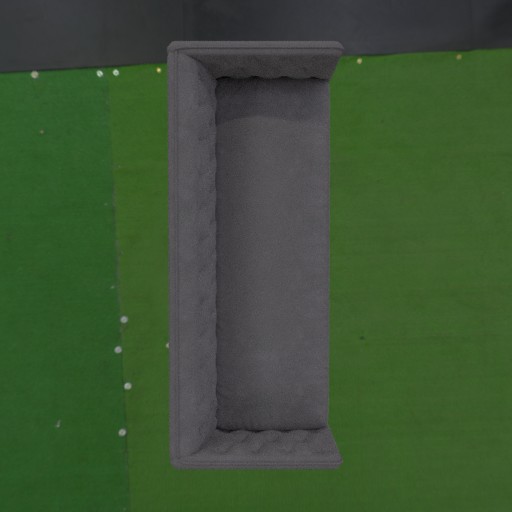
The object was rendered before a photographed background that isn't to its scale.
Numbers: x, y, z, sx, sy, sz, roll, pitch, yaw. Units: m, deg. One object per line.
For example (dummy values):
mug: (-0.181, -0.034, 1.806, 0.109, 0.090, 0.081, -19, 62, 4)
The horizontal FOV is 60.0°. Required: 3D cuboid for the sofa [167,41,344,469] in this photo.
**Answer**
sofa: (0.000, 0.000, 2.600, 0.895, 0.771, 2.209, 0, 91, 0)
